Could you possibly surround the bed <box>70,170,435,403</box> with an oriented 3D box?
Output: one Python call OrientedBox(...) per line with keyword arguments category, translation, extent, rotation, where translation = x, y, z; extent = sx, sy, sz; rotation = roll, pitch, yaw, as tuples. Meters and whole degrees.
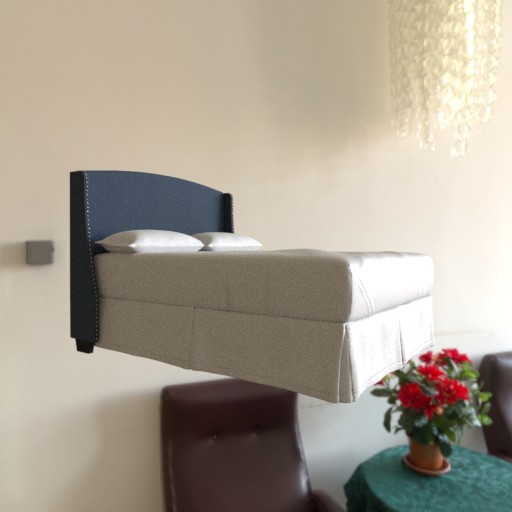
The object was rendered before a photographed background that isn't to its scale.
OrientedBox(category="bed", translation=(0.000, 0.000, 3.349), extent=(2.237, 1.407, 1.710), rotation=(1, 2, 36))
